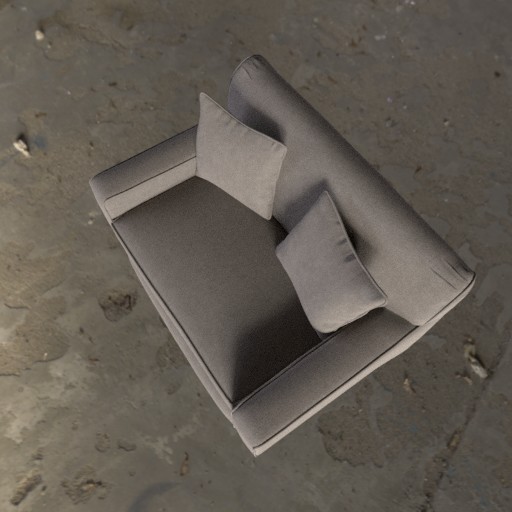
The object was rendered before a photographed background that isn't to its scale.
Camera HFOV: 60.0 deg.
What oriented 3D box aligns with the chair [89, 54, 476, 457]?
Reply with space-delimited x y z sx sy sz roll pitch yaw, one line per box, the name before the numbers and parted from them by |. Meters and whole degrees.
chair | 0.000 0.000 2.023 0.992 0.953 1.395 -31 67 -15
